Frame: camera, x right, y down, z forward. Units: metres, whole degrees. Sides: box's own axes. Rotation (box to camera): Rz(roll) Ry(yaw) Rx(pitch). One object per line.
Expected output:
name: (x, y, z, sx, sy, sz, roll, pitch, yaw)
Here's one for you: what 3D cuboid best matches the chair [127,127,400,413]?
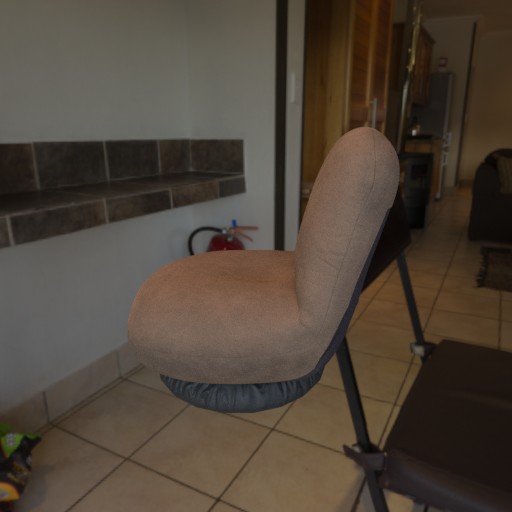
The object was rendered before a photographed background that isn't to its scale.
chair: (0.000, 0.000, 1.063, 0.597, 0.594, 0.521, 3, 16, 9)
